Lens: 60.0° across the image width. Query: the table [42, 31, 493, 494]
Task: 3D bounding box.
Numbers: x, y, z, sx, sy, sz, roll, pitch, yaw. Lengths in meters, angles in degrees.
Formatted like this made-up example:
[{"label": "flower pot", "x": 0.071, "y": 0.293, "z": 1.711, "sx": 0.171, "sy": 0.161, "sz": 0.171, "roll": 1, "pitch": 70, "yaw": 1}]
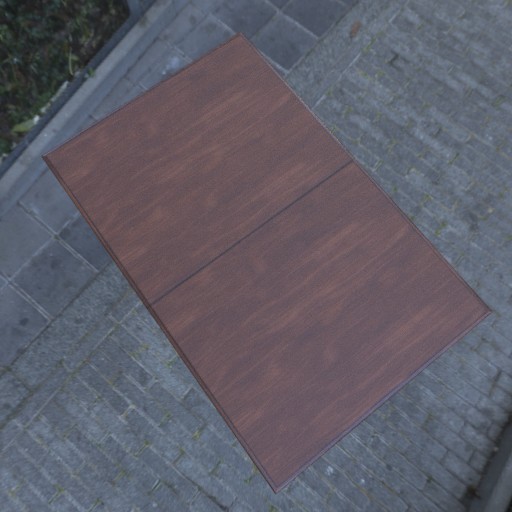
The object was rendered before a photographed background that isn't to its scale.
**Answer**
[{"label": "table", "x": 0.000, "y": 0.000, "z": 2.039, "sx": 0.990, "sy": 0.761, "sz": 1.524, "roll": -36, "pitch": 78, "yaw": -9}]
